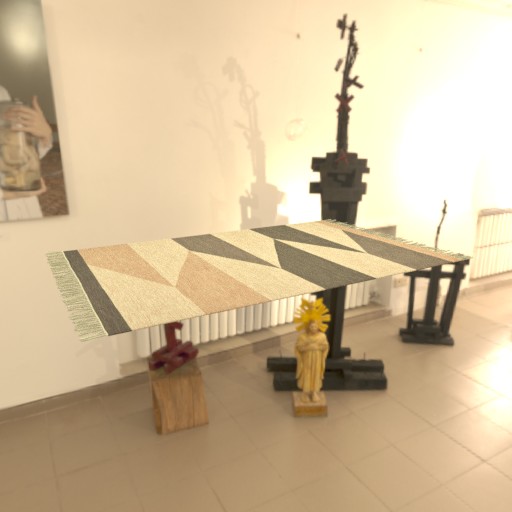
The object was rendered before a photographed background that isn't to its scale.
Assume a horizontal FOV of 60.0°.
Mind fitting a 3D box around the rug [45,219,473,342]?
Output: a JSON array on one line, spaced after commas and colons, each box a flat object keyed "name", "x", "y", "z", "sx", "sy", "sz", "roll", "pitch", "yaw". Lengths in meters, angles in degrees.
[{"name": "rug", "x": 0.000, "y": 0.000, "z": 2.420, "sx": 2.021, "sy": 0.027, "sz": 1.224, "roll": -9, "pitch": 18, "yaw": -28}]
